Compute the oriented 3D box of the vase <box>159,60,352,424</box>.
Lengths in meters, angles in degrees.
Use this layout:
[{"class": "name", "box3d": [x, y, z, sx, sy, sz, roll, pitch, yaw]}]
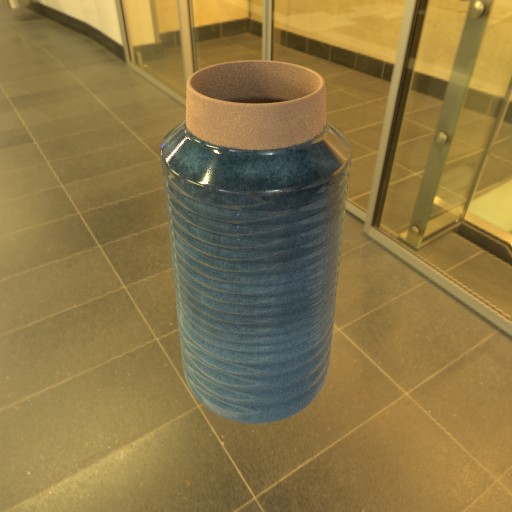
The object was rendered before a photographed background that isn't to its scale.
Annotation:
[{"class": "vase", "box3d": [0.000, 0.000, 0.407, 0.163, 0.316, 0.163, 0, 39, 0]}]
